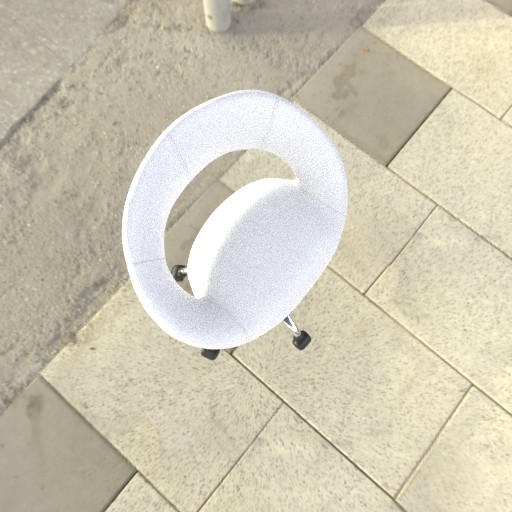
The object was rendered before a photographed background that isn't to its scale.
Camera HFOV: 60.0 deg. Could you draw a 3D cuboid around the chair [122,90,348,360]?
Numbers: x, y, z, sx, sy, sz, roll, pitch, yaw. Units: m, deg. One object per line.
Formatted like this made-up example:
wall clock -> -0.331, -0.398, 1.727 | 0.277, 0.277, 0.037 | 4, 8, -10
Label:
chair -> 0.000, 0.000, 1.195 | 0.538, 0.791, 0.612 | 37, 78, 9
